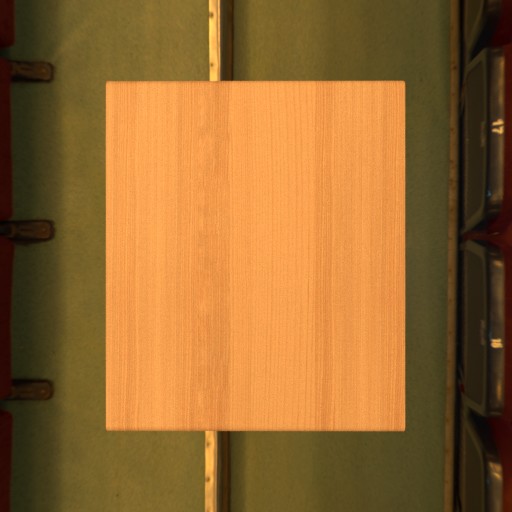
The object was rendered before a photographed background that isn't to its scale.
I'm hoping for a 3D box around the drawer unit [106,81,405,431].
[{"bbox_3d":[0.000,0.000,0.601,0.290,0.344,0.344,0,90,0],"label":"drawer unit"}]
